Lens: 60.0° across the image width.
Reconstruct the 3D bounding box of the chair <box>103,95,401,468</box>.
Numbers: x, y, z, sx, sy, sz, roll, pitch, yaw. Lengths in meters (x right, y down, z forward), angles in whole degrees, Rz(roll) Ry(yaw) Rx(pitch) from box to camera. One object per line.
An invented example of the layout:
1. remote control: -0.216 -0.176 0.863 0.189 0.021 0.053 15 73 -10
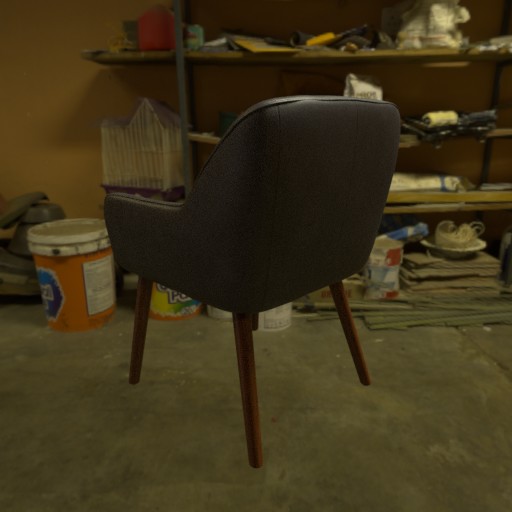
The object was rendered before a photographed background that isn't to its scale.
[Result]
1. chair: 0.000 0.000 1.253 0.610 0.828 0.610 16 23 43
